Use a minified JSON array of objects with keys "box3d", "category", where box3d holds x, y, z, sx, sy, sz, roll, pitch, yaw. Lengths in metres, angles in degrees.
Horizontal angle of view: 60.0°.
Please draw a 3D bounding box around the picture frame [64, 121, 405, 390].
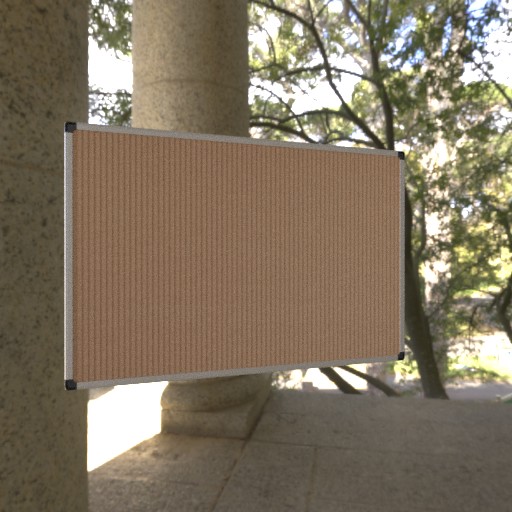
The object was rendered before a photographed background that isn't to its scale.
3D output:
[{"box3d":[0.000,0.000,1.130,0.900,0.600,0.010,0,0,-19],"category":"picture frame"}]
